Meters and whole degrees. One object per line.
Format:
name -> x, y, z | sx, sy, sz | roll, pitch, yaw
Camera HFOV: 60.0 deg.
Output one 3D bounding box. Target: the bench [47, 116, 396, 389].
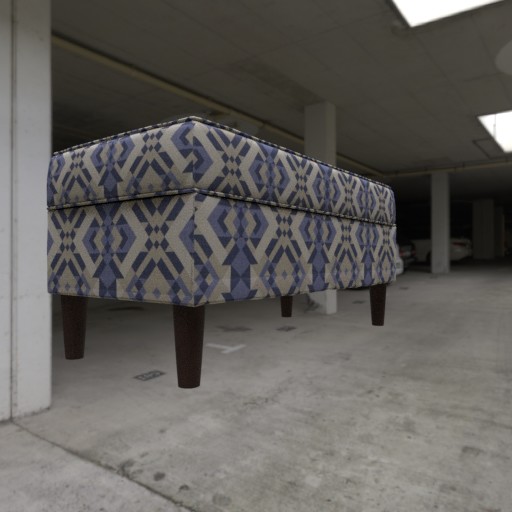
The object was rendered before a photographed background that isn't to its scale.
bench -> 0.000, 0.000, 1.285 | 0.492, 0.477, 1.016 | 0, 0, 37
